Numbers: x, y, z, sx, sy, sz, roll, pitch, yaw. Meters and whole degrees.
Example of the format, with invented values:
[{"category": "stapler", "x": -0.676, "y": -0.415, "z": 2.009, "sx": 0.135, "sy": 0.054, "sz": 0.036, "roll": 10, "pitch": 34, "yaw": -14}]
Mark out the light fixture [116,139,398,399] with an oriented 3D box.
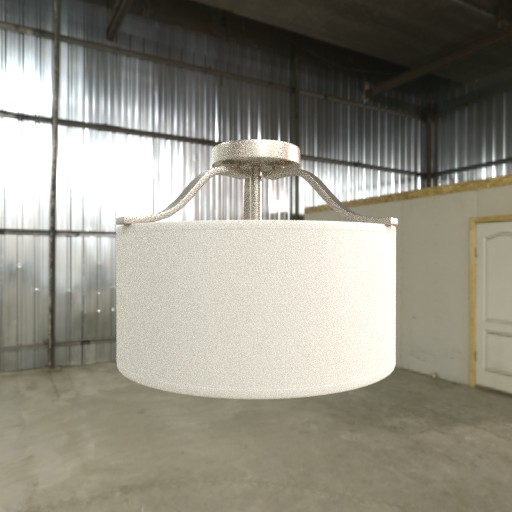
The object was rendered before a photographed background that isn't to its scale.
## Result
[{"category": "light fixture", "x": 0.000, "y": 0.000, "z": 0.642, "sx": 0.395, "sy": 0.304, "sz": 0.395, "roll": 0, "pitch": 1, "yaw": 0}]
